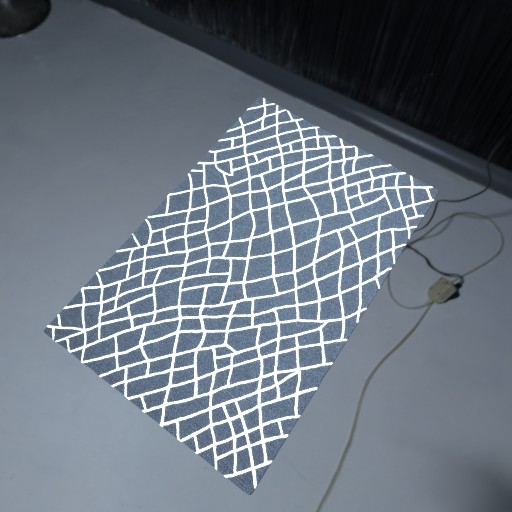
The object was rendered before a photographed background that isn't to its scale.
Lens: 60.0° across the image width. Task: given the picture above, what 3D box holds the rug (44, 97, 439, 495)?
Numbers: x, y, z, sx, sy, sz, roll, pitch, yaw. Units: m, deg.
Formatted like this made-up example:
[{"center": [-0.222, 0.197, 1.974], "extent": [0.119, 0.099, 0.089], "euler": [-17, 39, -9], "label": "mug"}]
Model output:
[{"center": [0.000, 0.000, 2.295], "extent": [1.223, 0.013, 1.830], "euler": [32, 69, 14], "label": "rug"}]
